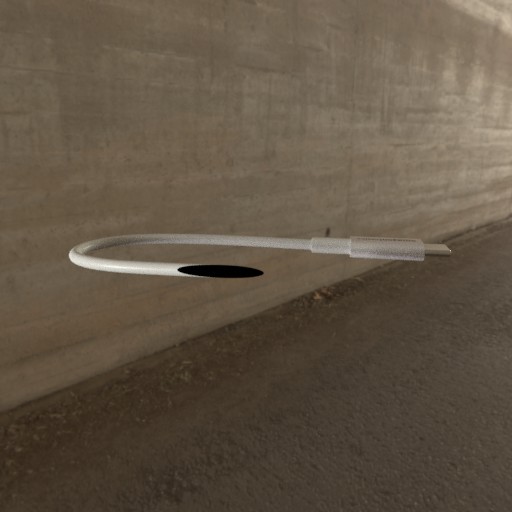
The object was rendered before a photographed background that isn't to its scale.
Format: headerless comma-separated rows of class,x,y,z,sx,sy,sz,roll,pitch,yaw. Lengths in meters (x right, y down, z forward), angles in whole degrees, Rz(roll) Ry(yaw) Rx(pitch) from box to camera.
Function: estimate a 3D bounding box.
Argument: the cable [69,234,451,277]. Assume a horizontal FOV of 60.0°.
cable,0.000,0.000,0.113,0.098,0.005,0.041,3,15,10
